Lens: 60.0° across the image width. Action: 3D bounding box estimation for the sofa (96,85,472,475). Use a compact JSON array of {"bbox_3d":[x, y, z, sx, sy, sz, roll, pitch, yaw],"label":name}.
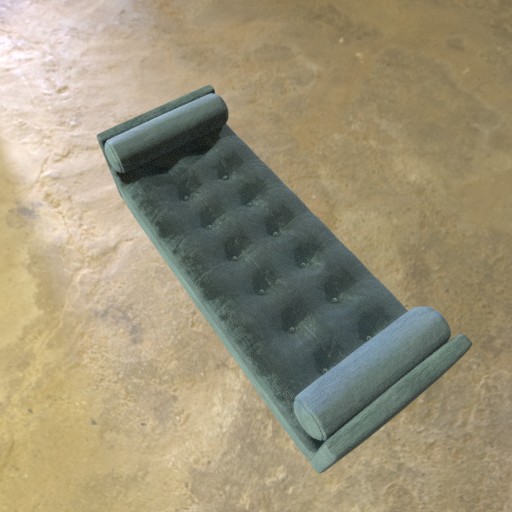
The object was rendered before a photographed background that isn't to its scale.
[{"bbox_3d":[0.000,0.000,2.436,0.796,0.705,2.102,-31,63,-18],"label":"sofa"}]
